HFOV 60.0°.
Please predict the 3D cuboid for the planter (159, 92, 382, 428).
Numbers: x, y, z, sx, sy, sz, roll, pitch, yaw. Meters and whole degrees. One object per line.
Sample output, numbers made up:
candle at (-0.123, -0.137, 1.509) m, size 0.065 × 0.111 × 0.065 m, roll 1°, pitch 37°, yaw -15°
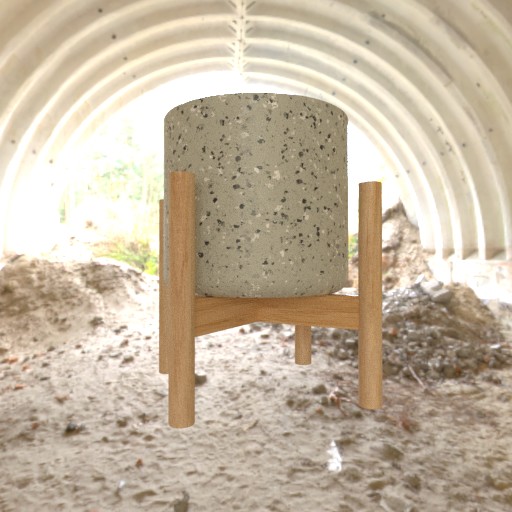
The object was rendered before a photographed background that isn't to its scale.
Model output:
planter at (0.000, 0.000, 0.543) m, size 0.284 × 0.320 × 0.284 m, roll 0°, pitch 0°, yaw -37°
